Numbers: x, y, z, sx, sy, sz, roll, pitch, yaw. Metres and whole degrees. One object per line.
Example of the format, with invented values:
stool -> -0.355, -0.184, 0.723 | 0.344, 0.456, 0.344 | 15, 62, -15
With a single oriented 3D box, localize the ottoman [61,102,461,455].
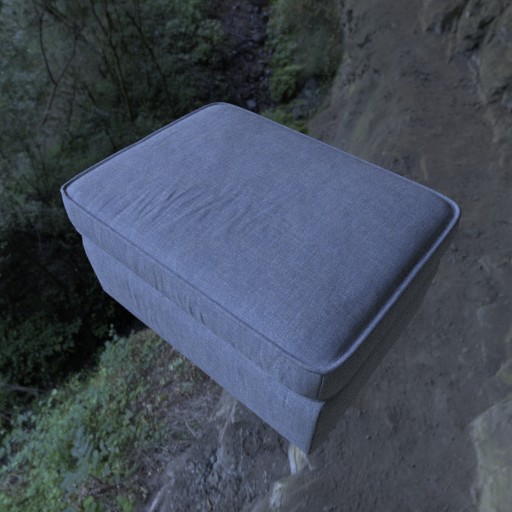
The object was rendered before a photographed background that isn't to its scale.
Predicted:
ottoman -> 0.000, 0.000, 1.110 | 0.762, 0.457, 0.559 | 31, 54, 26
